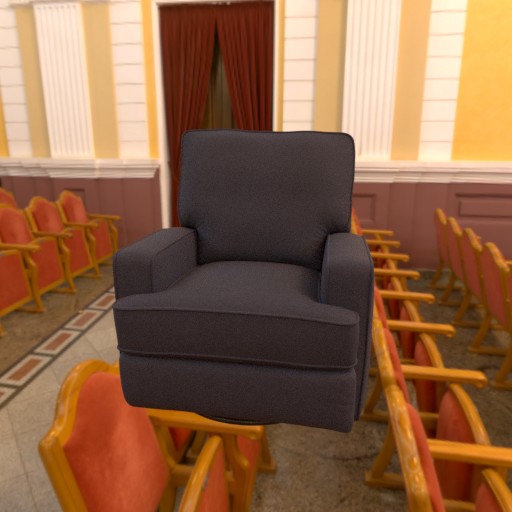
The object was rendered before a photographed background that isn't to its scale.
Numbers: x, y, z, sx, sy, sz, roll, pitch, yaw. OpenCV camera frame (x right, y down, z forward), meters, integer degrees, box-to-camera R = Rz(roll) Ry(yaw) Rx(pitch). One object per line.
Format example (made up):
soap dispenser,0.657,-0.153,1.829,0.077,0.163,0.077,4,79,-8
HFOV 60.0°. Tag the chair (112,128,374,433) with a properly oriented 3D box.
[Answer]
chair,0.000,0.000,1.734,0.861,0.962,0.964,3,16,9
